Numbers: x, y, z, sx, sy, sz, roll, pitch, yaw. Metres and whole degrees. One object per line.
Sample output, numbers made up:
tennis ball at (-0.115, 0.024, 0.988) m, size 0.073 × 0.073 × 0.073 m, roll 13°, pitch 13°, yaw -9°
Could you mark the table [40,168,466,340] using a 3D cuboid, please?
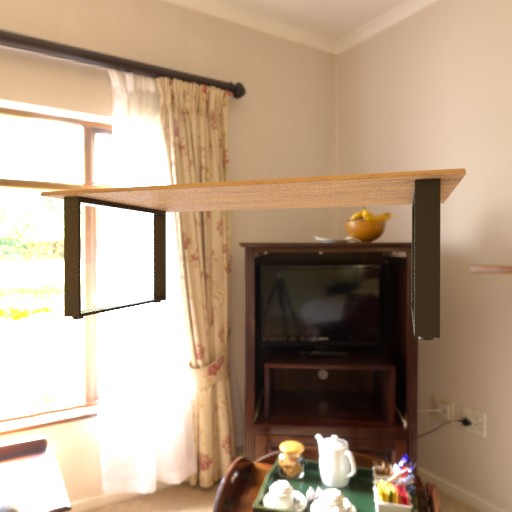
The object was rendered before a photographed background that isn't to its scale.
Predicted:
table at (0.000, 0.000, 1.638) m, size 1.331 × 0.445 × 0.693 m, roll 0°, pitch 0°, yaw 19°
